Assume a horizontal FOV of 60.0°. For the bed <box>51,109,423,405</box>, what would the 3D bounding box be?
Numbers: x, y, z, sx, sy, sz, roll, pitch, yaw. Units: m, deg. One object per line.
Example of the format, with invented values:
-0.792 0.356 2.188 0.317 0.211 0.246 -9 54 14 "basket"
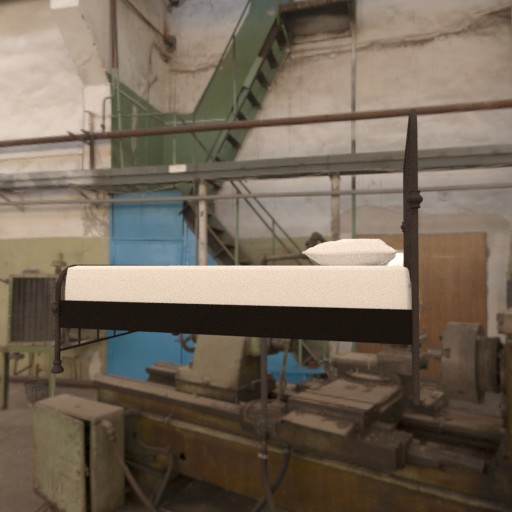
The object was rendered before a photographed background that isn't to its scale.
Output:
0.000 0.000 3.147 2.134 1.446 1.616 0 -1 17 "bed"
